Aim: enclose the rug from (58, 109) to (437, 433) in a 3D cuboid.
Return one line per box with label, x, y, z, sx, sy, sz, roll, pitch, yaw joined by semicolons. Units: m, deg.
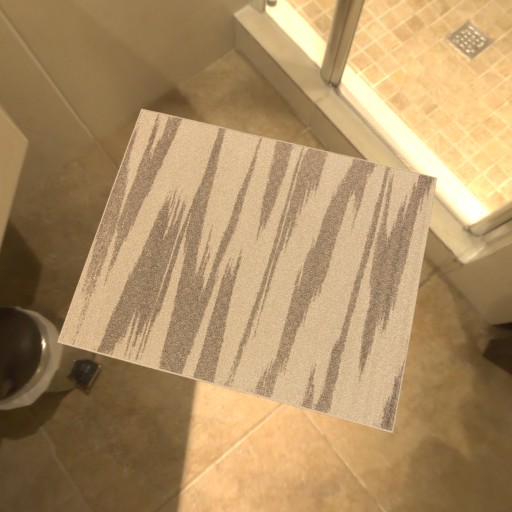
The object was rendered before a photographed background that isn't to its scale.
rug;0.000;0.000;4.011;2.945;0.014;2.353;14;76;3
